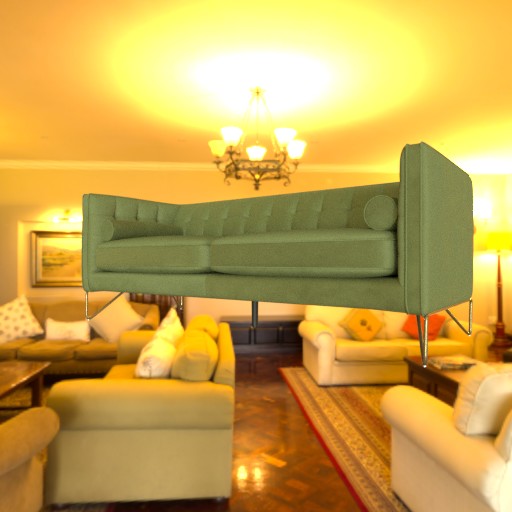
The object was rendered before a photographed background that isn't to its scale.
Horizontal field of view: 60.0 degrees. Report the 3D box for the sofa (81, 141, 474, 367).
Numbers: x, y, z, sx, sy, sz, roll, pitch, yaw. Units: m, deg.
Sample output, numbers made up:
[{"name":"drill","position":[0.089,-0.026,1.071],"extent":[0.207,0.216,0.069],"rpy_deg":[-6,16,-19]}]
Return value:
[{"name":"sofa","position":[0.000,0.000,2.451],"extent":[2.087,0.789,0.867],"rpy_deg":[0,-1,37]}]
